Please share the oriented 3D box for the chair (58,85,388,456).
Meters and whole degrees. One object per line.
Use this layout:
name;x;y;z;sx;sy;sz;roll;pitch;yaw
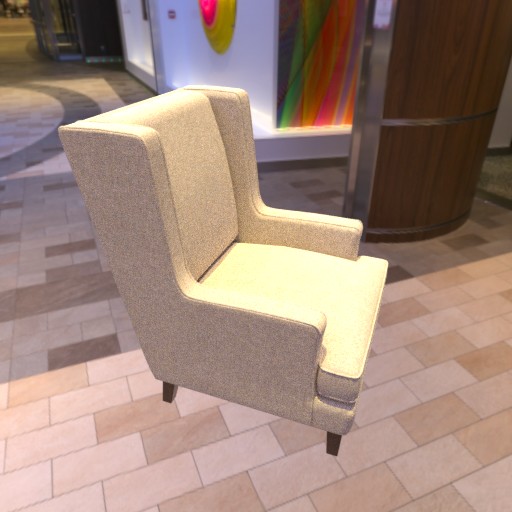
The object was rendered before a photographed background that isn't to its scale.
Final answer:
chair;0.000;0.000;1.690;0.948;1.082;0.764;11;32;18
